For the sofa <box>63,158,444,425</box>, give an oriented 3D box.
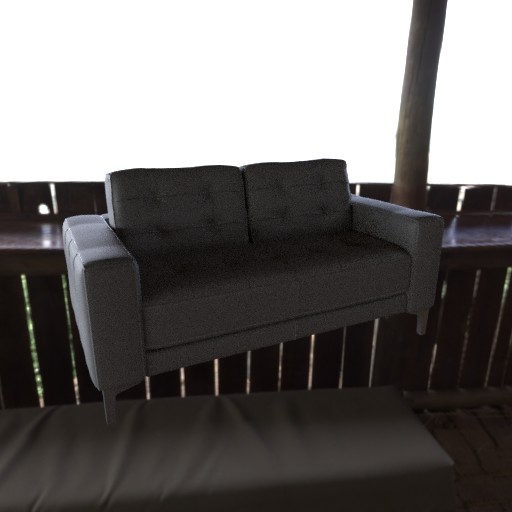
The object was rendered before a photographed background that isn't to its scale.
[{"bbox_3d":[0.000,0.000,2.224,1.726,0.892,0.833,-9,20,-25],"label":"sofa"}]
